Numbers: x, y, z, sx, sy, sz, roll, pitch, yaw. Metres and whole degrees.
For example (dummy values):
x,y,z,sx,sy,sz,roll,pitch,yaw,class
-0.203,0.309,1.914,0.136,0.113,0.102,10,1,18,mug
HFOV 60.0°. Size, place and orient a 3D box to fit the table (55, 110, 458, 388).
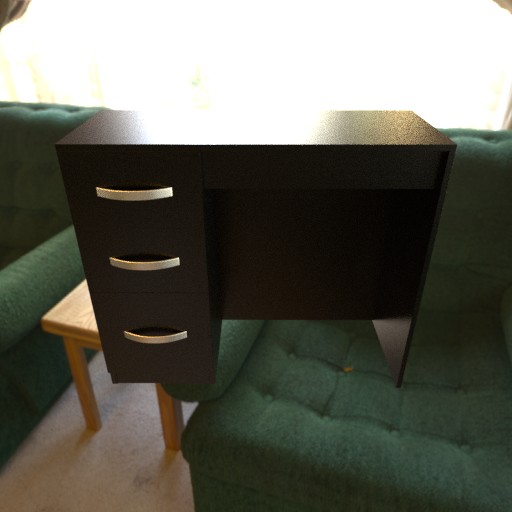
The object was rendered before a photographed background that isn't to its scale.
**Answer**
x,y,z,sx,sy,sz,roll,pitch,yaw,class
0.000,0.000,1.364,0.930,0.790,0.380,0,31,0,table
